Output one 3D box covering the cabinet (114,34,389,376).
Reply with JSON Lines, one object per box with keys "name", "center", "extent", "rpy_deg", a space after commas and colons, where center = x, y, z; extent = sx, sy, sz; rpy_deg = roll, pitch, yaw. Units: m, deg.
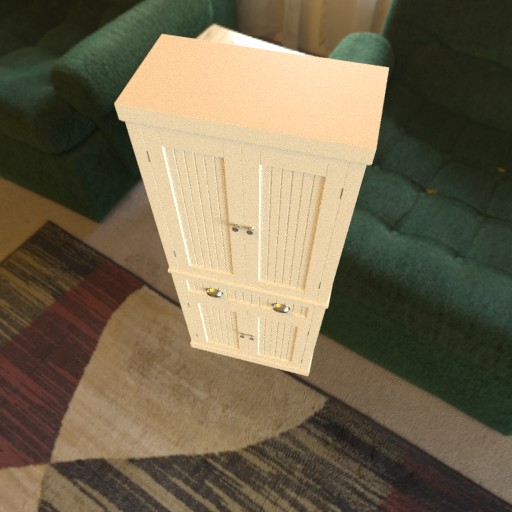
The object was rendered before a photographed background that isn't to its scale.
{"name": "cabinet", "center": [0.000, 0.000, 2.087], "extent": [0.754, 1.829, 0.390], "rpy_deg": [12, 57, 8]}
